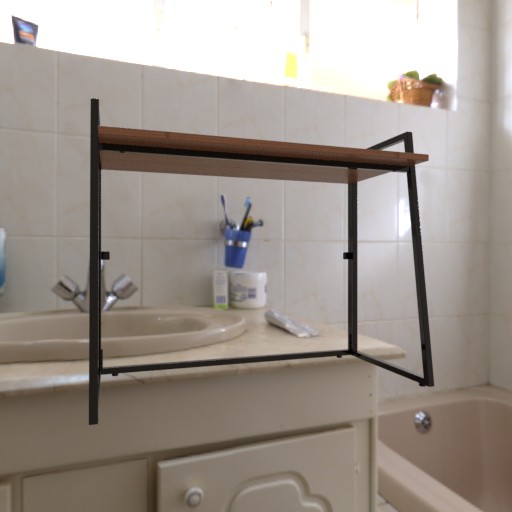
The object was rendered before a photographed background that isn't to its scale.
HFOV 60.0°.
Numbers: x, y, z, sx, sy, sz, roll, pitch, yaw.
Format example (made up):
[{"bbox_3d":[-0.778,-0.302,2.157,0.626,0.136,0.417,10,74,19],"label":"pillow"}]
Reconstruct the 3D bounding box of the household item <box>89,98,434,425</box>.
[{"bbox_3d":[0.000,0.000,1.508,1.050,0.860,0.510,0,0,-18],"label":"household item"}]
